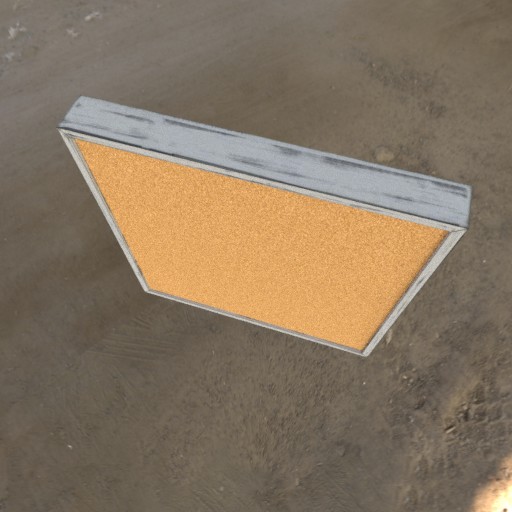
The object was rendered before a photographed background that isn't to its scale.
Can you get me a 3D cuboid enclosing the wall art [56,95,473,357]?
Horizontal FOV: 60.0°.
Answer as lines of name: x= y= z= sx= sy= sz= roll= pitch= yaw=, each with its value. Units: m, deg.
wall art: x=0.000 y=0.000 z=0.453 sx=0.303 sy=0.303 sz=0.036 roll=15 pitch=62 yaw=8
